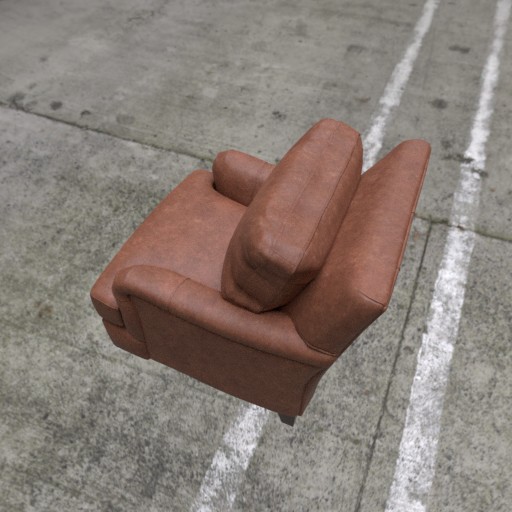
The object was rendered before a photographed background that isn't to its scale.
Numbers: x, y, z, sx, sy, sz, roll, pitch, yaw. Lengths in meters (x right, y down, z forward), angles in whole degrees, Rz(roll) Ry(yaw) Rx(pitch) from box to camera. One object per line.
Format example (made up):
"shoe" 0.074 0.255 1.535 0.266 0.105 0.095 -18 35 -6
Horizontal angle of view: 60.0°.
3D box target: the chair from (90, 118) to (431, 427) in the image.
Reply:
"chair" 0.000 0.000 1.962 1.158 1.055 0.986 17 49 16
